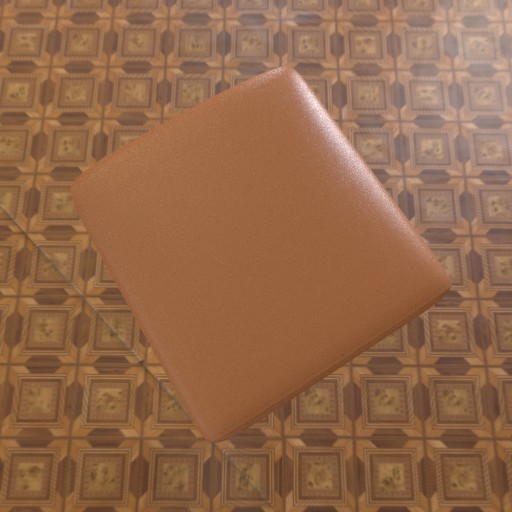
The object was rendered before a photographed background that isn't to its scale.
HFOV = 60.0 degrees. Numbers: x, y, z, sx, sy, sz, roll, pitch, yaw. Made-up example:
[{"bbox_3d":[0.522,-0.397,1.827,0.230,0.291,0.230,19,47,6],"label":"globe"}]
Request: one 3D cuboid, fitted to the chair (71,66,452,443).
[{"bbox_3d":[0.000,0.000,0.907,0.530,0.410,0.530,-31,78,-7],"label":"chair"}]
